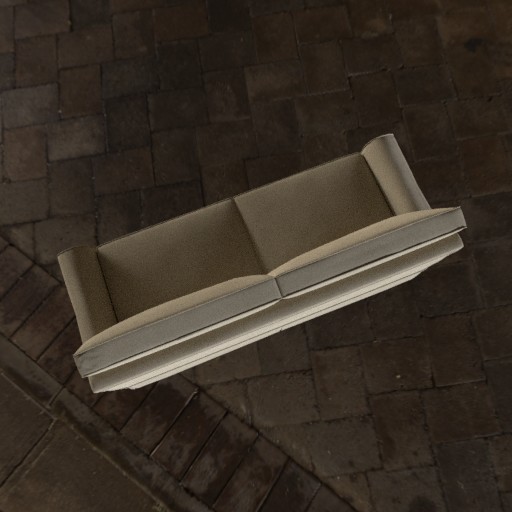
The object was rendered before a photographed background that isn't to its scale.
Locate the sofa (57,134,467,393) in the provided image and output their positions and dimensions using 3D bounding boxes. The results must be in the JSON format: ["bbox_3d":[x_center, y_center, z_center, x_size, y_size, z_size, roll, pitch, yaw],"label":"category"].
[{"bbox_3d":[0.000,0.000,2.724,2.246,1.014,0.900,-21,76,-6],"label":"sofa"}]
